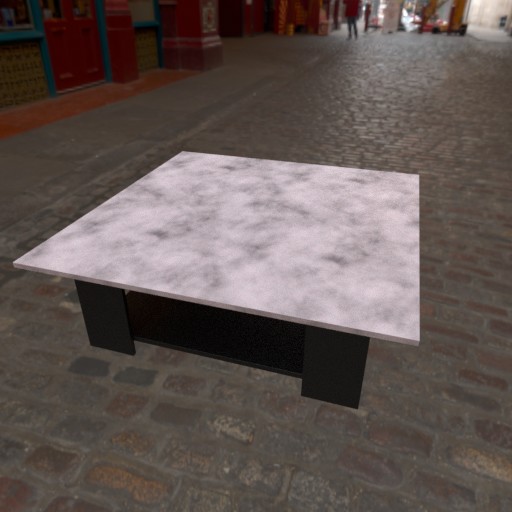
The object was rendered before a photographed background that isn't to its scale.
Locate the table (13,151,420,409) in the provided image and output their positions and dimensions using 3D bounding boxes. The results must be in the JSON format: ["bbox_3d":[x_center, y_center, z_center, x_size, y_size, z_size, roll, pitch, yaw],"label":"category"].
[{"bbox_3d":[0.000,0.000,1.344,0.890,0.305,0.890,9,31,15],"label":"table"}]
